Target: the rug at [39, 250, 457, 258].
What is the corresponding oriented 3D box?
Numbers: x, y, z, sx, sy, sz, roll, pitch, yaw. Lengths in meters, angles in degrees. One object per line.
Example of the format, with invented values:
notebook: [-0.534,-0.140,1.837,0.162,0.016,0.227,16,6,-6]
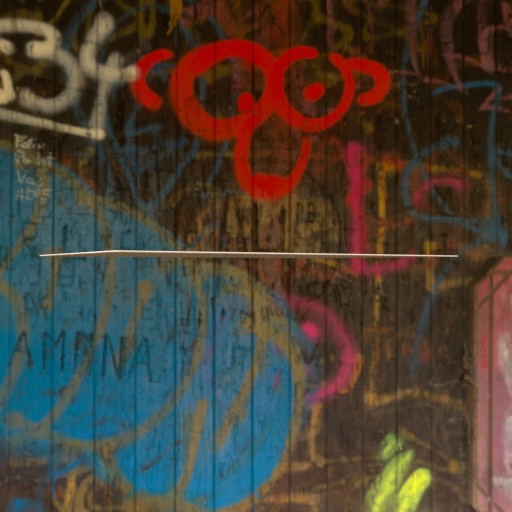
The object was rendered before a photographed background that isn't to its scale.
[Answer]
rug: [0.000,0.000,3.025,2.438,0.008,1.523,1,-1,-36]
